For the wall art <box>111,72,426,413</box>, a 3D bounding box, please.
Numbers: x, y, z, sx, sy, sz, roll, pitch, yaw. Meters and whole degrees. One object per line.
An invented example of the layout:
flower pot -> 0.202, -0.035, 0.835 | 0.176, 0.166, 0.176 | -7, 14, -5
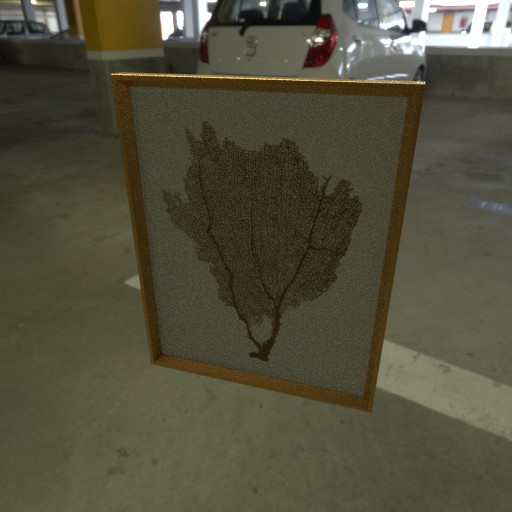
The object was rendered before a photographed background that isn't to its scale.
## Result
wall art -> 0.000, 0.000, 1.016 | 0.610, 0.762, 0.038 | 8, 28, 15
